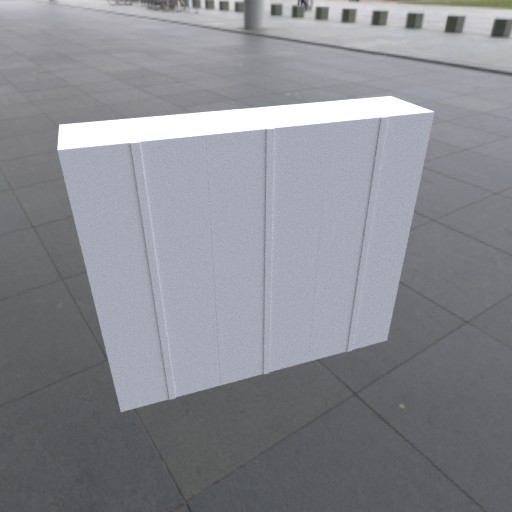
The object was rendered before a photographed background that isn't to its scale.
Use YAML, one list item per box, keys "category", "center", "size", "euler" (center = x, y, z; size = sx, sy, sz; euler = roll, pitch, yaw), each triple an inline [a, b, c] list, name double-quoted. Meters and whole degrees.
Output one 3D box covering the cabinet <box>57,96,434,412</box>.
- category: "cabinet"
  center: [0.000, 0.000, 3.862]
  size: [2.700, 2.370, 0.590]
  euler: [-11, 33, -17]
